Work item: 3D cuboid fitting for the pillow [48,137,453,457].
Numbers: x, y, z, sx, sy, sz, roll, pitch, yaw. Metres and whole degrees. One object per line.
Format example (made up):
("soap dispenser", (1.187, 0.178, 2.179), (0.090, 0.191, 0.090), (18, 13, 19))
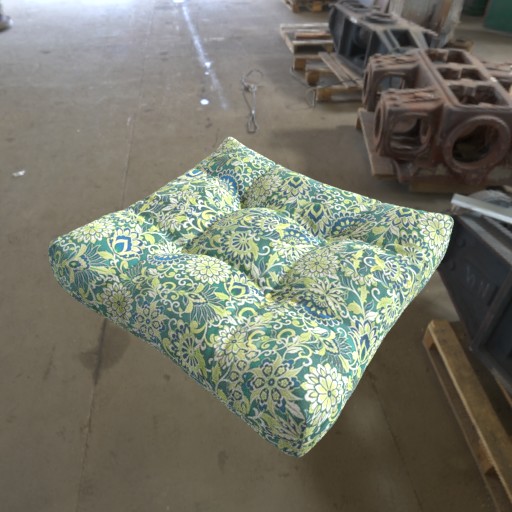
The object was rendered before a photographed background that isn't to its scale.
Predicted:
("pillow", (0.000, 0.000, 0.726), (0.490, 0.128, 0.468), (26, 48, 27))
